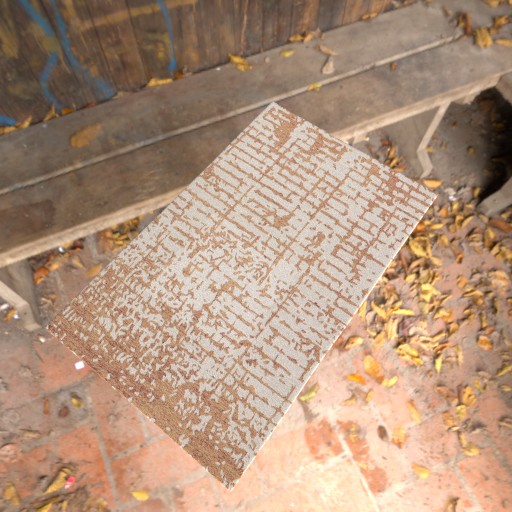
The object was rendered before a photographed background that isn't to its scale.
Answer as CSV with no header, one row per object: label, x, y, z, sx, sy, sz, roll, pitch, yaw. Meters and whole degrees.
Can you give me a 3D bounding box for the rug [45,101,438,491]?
rug,0.000,0.000,3.035,1.517,0.011,2.435,34,69,16
